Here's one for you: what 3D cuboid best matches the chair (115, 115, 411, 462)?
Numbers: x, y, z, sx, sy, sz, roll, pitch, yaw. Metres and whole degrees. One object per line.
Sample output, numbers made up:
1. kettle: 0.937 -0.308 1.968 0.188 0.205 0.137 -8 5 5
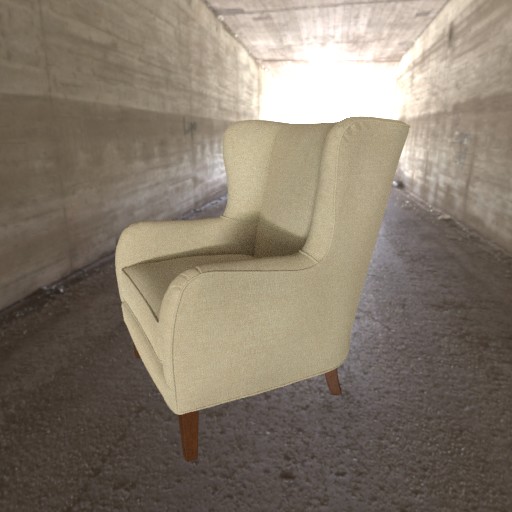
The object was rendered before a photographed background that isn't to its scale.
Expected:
1. chair: 0.000 0.000 1.744 0.966 1.040 0.838 -8 18 -25
